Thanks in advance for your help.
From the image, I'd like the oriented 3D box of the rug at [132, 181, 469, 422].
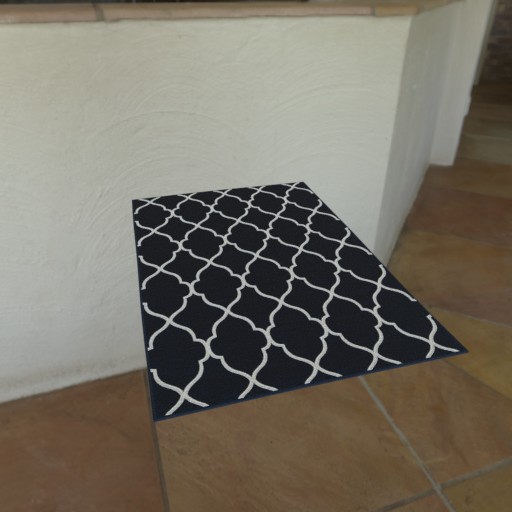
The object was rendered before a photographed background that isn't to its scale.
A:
[{"bbox_3d":[0.000,0.000,2.923,1.526,0.014,2.290,-8,32,-13],"label":"rug"}]
